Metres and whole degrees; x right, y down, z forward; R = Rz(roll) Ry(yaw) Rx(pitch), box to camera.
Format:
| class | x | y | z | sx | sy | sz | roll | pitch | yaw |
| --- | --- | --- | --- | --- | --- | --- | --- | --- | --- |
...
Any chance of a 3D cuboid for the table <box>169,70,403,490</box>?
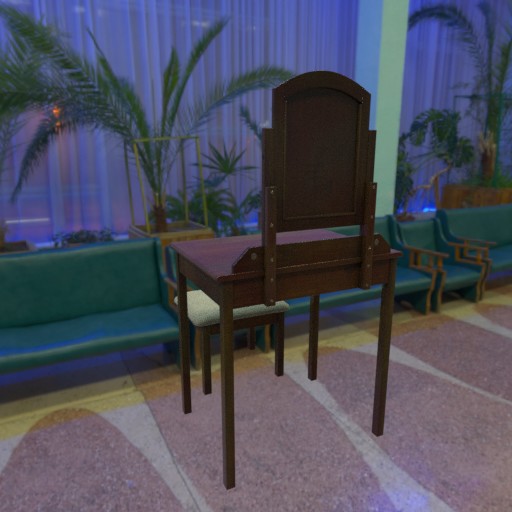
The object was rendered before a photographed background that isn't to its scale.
| class | x | y | z | sx | sy | sz | roll | pitch | yaw |
| --- | --- | --- | --- | --- | --- | --- | --- | --- | --- |
| table | 0.000 | 0.000 | 2.294 | 0.876 | 1.631 | 1.211 | -7 | 15 | -25 |
